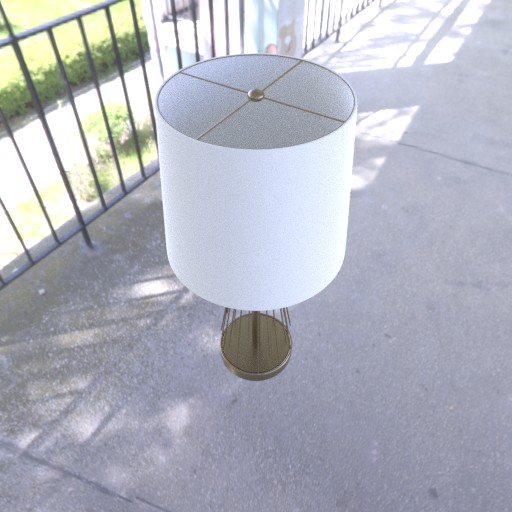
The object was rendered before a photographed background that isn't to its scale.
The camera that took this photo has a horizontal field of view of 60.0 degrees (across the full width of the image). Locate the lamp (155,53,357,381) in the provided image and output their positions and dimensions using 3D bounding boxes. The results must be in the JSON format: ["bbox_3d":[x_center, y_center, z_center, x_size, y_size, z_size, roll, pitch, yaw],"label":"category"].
[{"bbox_3d":[0.000,0.000,0.791,0.303,0.618,0.303,0,47,0],"label":"lamp"}]
